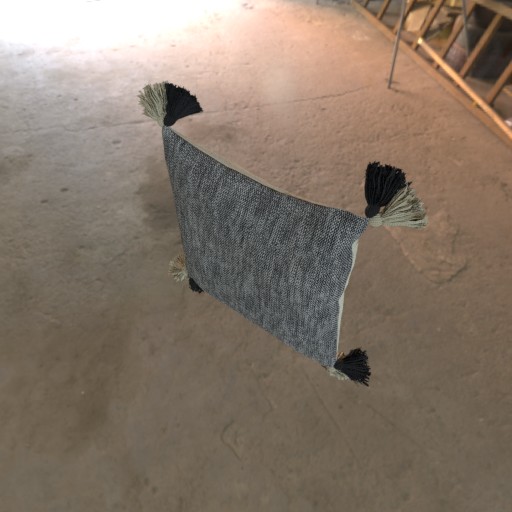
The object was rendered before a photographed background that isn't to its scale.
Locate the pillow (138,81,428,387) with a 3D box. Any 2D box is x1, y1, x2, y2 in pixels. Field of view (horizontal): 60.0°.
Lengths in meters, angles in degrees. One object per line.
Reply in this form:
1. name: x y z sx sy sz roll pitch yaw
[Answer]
1. pillow: 0.000 0.000 0.992 0.654 0.659 0.170 30 55 24
